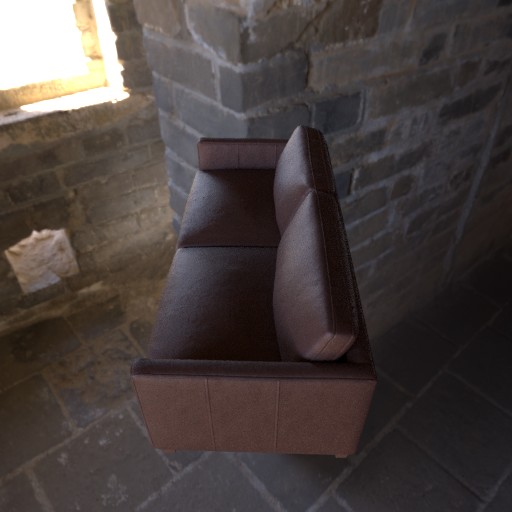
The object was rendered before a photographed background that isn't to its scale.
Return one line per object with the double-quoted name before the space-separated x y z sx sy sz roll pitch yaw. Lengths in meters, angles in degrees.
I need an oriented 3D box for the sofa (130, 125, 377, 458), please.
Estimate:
"sofa" 0.000 0.000 2.464 0.923 0.863 1.971 1 40 1
